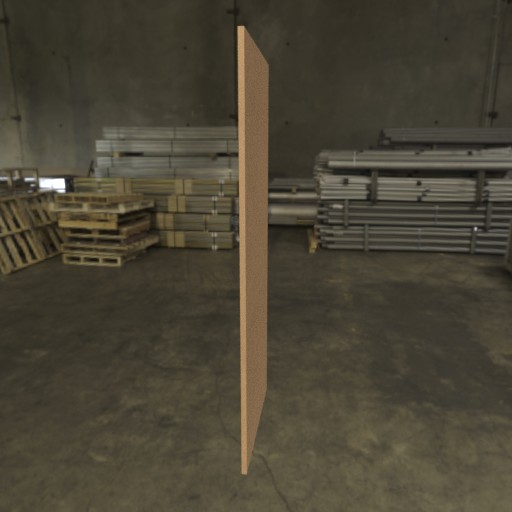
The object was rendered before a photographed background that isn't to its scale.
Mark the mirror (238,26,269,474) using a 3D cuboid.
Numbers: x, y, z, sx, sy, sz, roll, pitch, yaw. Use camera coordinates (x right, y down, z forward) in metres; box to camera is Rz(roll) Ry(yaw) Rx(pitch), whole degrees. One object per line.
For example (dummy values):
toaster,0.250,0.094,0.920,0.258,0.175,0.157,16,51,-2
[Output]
mirror,0.000,0.000,2.352,0.026,2.031,0.812,2,14,8
